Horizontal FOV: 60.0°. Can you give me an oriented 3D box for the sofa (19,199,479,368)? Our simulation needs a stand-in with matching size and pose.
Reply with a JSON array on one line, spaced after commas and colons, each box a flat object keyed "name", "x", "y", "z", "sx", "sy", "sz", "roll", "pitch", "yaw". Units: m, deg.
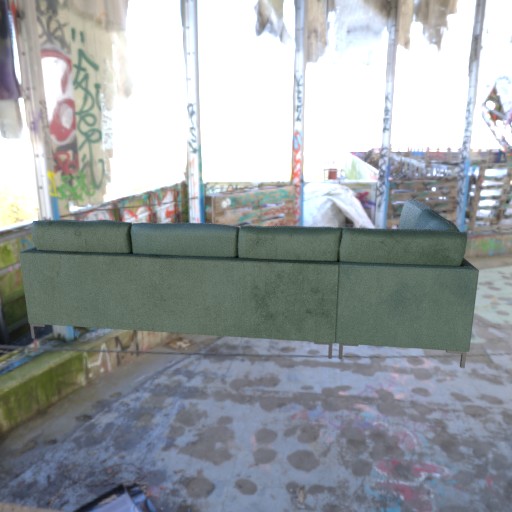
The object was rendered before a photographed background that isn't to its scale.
[{"name": "sofa", "x": 0.000, "y": 0.000, "z": 4.205, "sx": 3.384, "sy": 0.996, "sz": 2.048, "roll": 2, "pitch": 15, "yaw": 8}]
